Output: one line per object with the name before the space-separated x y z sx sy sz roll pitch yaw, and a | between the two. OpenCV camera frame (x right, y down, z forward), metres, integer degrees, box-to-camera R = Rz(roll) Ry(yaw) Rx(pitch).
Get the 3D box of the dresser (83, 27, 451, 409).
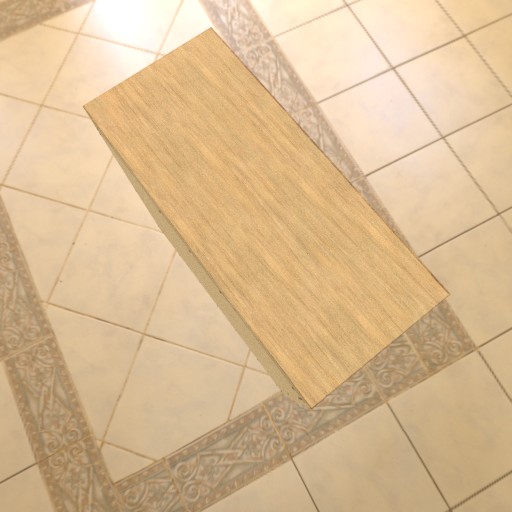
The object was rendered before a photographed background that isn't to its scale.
dresser | 0.000 0.000 1.758 0.457 1.219 1.016 -36 77 -10
